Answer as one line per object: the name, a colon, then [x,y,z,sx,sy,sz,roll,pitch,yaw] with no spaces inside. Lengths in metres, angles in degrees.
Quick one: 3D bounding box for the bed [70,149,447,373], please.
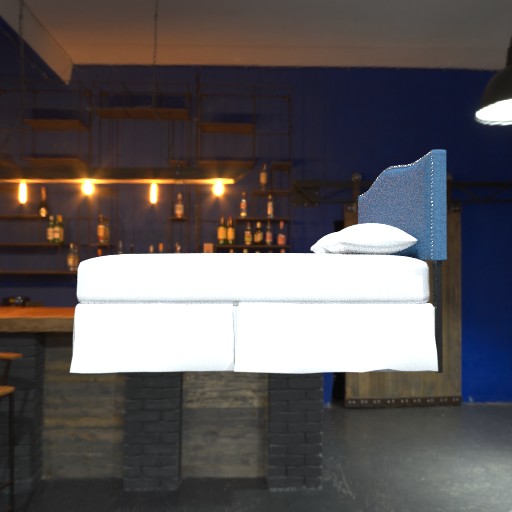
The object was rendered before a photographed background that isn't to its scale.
bed: [0.000,0.000,2.955,1.872,1.169,1.610,0,-1,0]
